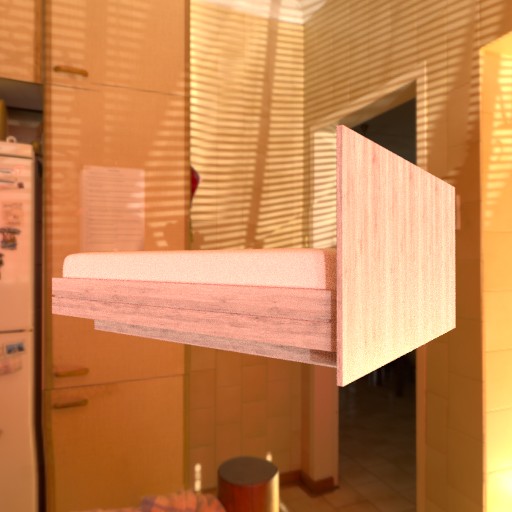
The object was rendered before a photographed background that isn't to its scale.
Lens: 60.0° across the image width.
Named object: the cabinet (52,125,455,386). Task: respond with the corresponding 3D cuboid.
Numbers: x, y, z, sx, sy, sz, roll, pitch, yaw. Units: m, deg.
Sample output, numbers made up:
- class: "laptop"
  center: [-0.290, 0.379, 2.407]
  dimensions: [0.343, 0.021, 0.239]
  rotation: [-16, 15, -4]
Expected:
- class: "cabinet"
  center: [0.000, 0.000, 2.935]
  dimensions: [2.080, 0.970, 1.750]
  rotation: [0, -1, 37]
